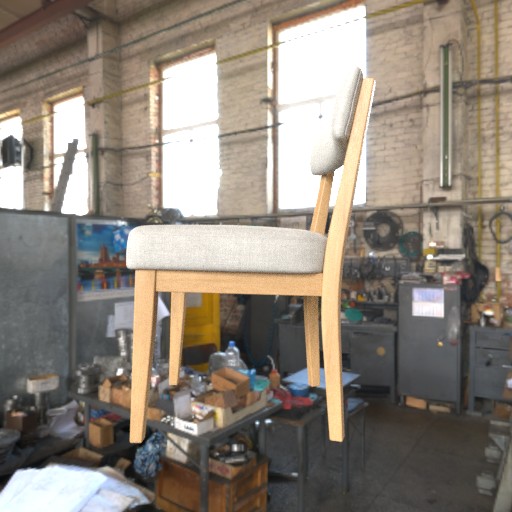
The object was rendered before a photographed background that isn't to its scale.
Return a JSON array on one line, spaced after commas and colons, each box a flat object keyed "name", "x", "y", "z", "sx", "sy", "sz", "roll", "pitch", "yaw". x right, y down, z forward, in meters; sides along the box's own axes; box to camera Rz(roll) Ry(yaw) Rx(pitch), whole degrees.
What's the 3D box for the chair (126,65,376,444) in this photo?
[{"name": "chair", "x": 0.000, "y": 0.000, "z": 1.196, "sx": 0.572, "sy": 0.832, "sz": 0.508, "roll": 0, "pitch": 0, "yaw": 0}]
